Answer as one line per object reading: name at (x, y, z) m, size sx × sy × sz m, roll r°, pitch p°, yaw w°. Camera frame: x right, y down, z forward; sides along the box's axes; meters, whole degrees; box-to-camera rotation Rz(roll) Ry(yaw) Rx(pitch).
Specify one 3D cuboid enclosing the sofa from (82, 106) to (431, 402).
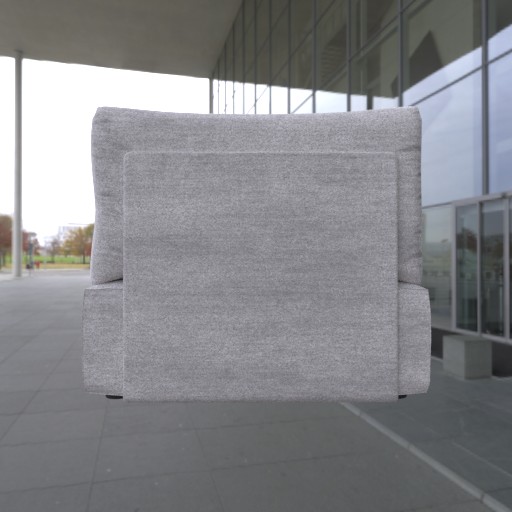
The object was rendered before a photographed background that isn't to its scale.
sofa at (0.000, 0.000, 1.674) m, size 0.930 × 0.820 × 1.000 m, roll 0°, pitch -1°, yaw 0°
